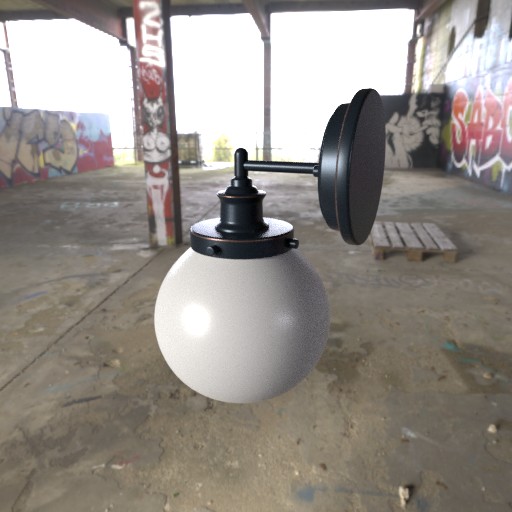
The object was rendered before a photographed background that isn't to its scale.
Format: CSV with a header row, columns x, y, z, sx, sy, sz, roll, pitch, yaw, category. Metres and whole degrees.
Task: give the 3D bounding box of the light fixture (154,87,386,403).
x,y,z,sx,sy,sz,roll,pitch,yaw,category
0.000,0.000,0.478,0.230,0.332,0.197,8,18,26,light fixture
